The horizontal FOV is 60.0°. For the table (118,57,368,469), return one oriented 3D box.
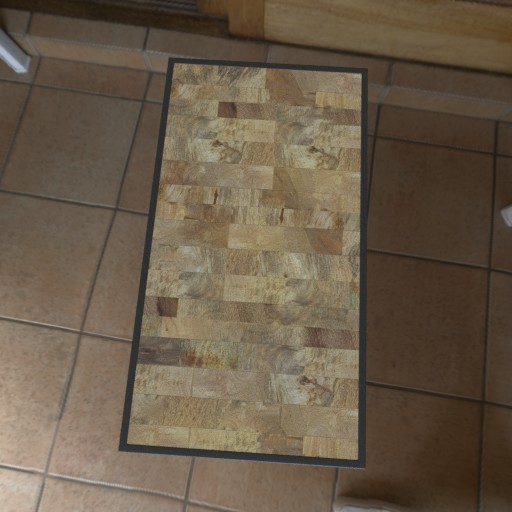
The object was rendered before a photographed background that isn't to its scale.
[{"bbox_3d":[0.000,0.000,1.491,0.649,0.398,1.199,4,76,1],"label":"table"}]
